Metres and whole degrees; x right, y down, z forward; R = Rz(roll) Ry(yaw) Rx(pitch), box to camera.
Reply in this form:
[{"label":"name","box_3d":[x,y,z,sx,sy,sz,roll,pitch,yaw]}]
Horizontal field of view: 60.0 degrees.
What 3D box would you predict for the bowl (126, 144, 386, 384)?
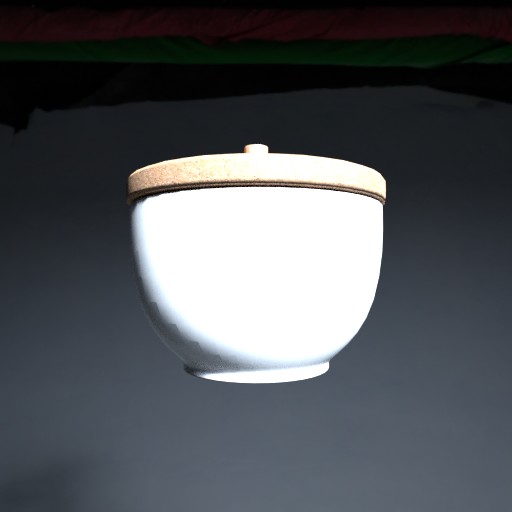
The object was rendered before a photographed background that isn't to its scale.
[{"label":"bowl","box_3d":[0.000,0.000,0.224,0.126,0.110,0.126,0,-2,0]}]
